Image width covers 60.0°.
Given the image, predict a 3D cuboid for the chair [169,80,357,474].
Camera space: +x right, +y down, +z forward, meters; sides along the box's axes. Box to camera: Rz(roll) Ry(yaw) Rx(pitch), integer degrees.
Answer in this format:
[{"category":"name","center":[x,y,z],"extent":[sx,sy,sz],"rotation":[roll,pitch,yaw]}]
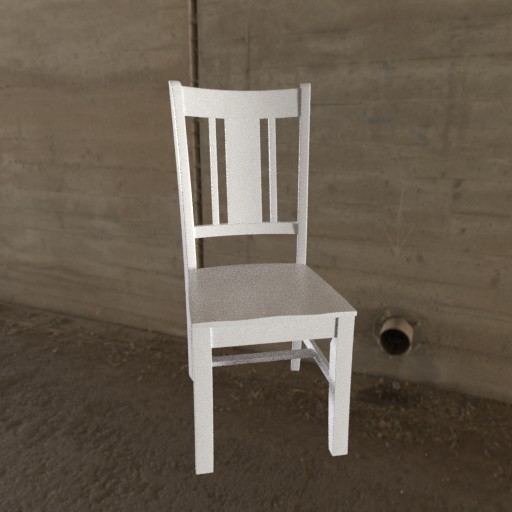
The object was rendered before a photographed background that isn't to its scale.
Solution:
[{"category":"chair","center":[0.000,0.000,1.292],"extent":[0.450,0.998,0.555],"rotation":[-3,16,-10]}]
